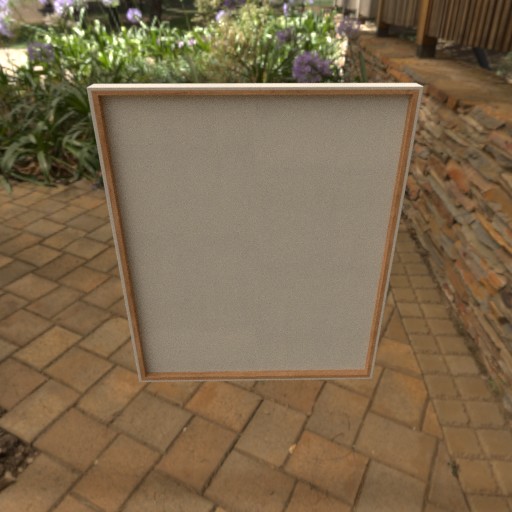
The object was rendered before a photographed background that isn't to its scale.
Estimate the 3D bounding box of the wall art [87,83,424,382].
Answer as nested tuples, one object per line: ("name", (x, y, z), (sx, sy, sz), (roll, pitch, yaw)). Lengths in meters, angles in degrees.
("wall art", (0.000, 0.000, 0.833), (0.508, 0.606, 0.037), (-1, 30, -1))
